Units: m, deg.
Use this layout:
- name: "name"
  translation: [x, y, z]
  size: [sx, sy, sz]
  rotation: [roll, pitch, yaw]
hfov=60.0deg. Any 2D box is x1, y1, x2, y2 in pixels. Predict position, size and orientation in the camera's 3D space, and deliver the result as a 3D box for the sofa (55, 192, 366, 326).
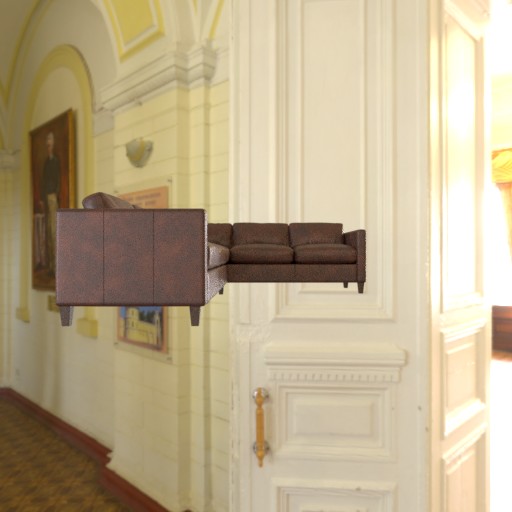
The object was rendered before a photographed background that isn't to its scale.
- name: "sofa"
  translation: [0.000, 0.000, 4.213]
  size: [2.438, 0.836, 3.152]
  rotation: [0, 0, 0]
